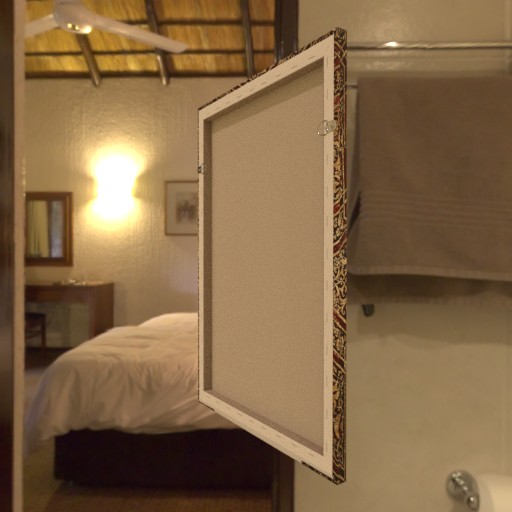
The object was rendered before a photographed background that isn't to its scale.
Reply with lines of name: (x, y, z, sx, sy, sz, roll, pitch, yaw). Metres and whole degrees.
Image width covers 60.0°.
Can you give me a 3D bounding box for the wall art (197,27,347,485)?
wall art: (0.000, 0.000, 0.747, 0.020, 0.599, 0.397, 0, 1, -34)
